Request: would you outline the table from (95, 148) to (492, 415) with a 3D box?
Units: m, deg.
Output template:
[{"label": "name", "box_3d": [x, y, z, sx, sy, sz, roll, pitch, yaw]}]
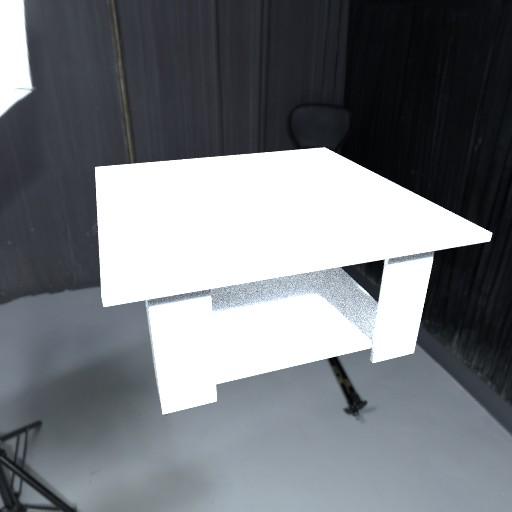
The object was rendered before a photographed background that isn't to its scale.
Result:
[{"label": "table", "box_3d": [0.000, 0.000, 1.055, 0.670, 0.305, 0.670, -9, 29, -16]}]
